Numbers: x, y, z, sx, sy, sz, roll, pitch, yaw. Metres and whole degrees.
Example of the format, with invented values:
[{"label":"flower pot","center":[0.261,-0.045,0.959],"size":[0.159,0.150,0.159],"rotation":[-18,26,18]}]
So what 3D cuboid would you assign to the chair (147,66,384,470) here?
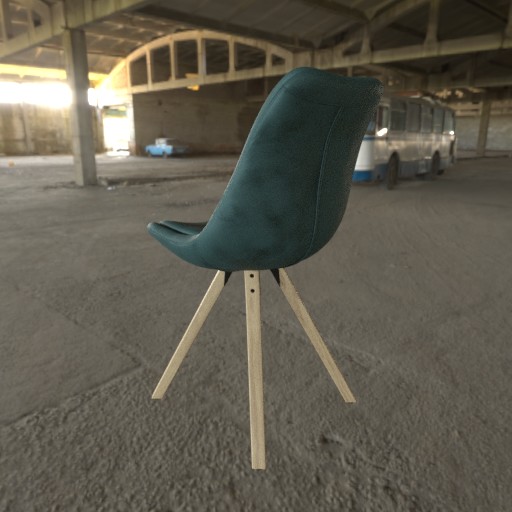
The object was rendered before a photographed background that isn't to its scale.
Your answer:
[{"label":"chair","center":[0.000,0.000,1.183],"size":[0.483,0.865,0.547],"rotation":[-15,21,-43]}]
